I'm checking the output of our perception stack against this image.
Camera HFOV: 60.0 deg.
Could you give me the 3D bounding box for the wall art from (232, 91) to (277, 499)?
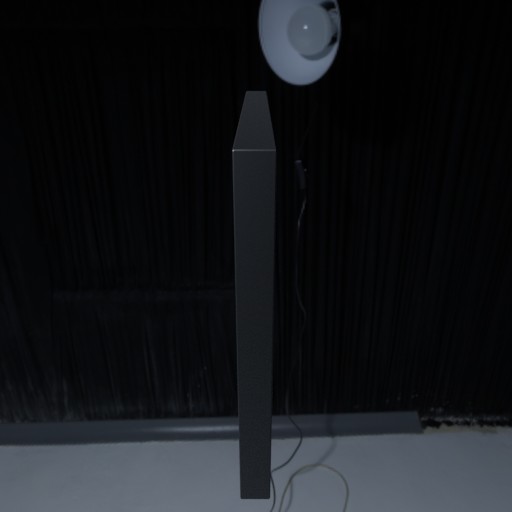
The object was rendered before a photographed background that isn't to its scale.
[{"bbox_3d":[0.000,0.000,0.521,0.028,0.330,0.380,0,26,0],"label":"wall art"}]
